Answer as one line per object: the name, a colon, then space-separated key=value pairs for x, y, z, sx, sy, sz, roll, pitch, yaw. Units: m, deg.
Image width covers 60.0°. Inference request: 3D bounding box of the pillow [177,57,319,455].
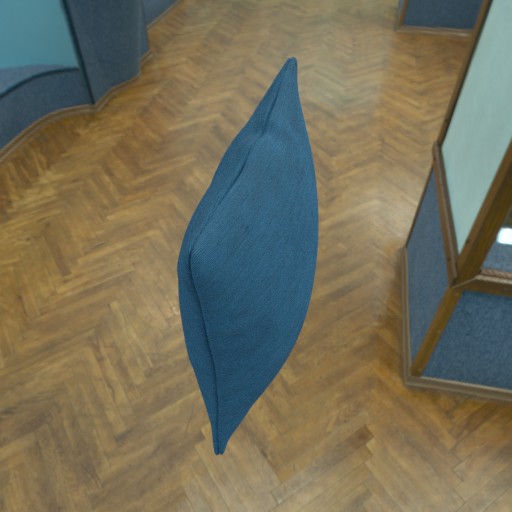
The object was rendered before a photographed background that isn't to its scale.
pillow: x=0.000 y=0.000 z=0.652 sx=0.177 sy=0.420 sz=0.437 roll=10 pitch=45 yaw=10
